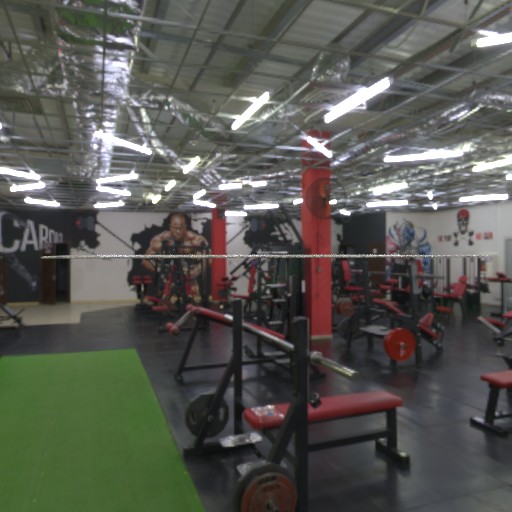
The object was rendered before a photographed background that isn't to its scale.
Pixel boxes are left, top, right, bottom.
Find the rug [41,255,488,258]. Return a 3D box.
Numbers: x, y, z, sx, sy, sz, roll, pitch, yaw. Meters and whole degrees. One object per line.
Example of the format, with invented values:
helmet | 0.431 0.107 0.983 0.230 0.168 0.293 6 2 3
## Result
rug | 0.000 0.000 2.035 1.652 0.006 1.035 0 0 -18
